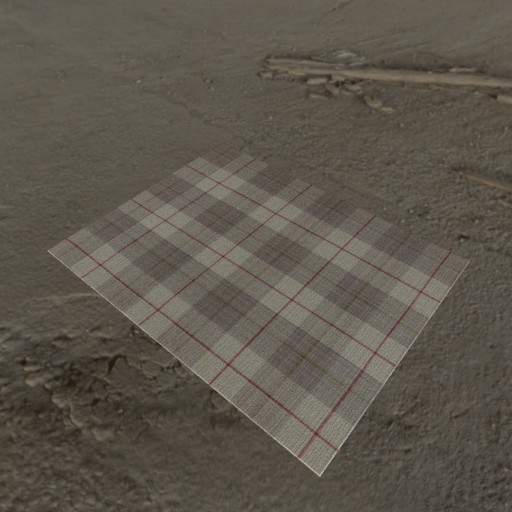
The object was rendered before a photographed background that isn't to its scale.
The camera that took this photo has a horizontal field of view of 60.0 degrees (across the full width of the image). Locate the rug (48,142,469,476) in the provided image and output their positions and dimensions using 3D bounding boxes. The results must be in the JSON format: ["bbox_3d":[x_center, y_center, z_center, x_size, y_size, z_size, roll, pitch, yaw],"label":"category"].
[{"bbox_3d":[0.000,0.000,3.948,2.959,0.016,2.317,31,54,26],"label":"rug"}]
